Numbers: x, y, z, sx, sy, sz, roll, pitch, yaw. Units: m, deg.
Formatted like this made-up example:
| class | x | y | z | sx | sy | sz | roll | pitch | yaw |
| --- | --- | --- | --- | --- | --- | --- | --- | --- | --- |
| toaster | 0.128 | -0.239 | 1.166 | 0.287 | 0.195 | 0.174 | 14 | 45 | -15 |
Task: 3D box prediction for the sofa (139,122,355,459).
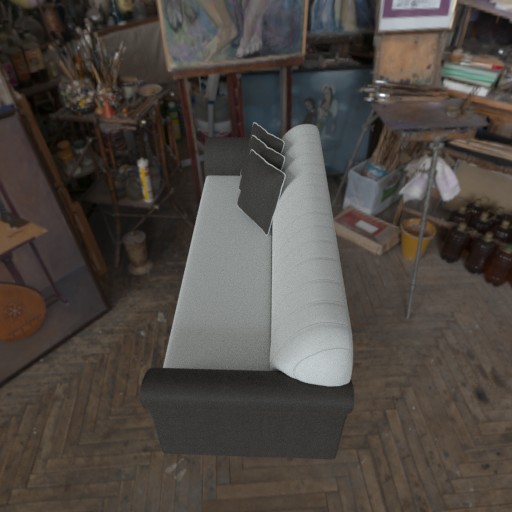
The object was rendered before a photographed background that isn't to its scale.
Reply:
| class | x | y | z | sx | sy | sz | roll | pitch | yaw |
| --- | --- | --- | --- | --- | --- | --- | --- | --- | --- |
| sofa | 0.000 | 0.000 | 2.422 | 0.755 | 0.787 | 2.001 | 1 | 41 | 1 |
